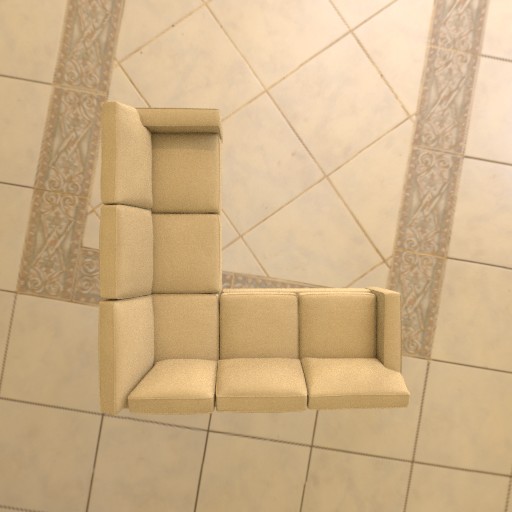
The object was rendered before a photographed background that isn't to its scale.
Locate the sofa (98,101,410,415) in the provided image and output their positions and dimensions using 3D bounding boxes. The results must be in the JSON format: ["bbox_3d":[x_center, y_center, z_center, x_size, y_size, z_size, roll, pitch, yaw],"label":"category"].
[{"bbox_3d":[0.000,0.000,3.423,2.182,0.939,2.189,0,90,-2],"label":"sofa"}]
